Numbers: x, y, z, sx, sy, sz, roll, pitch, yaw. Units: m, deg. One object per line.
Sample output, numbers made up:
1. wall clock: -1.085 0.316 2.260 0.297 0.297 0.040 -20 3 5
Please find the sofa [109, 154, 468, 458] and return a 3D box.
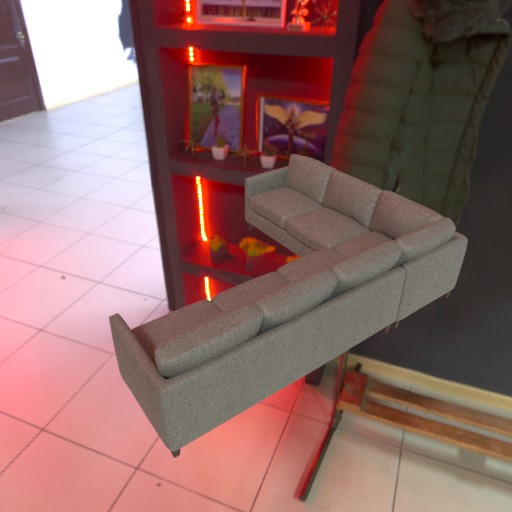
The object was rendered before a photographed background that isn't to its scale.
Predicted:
1. sofa: 0.000 0.000 4.493 3.302 0.947 2.593 -21 38 -30
